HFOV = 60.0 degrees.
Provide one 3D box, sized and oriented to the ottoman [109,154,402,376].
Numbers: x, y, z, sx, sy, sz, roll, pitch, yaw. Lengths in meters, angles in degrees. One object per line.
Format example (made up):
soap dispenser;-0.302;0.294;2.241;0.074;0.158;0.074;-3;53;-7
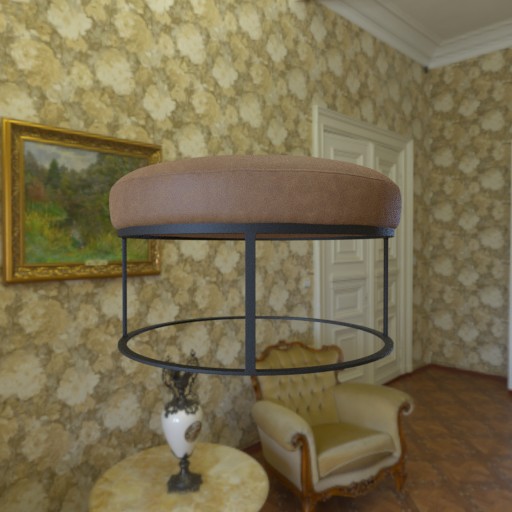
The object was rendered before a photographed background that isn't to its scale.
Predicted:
ottoman;0.000;0.000;1.234;0.771;0.460;0.771;0;1;0
